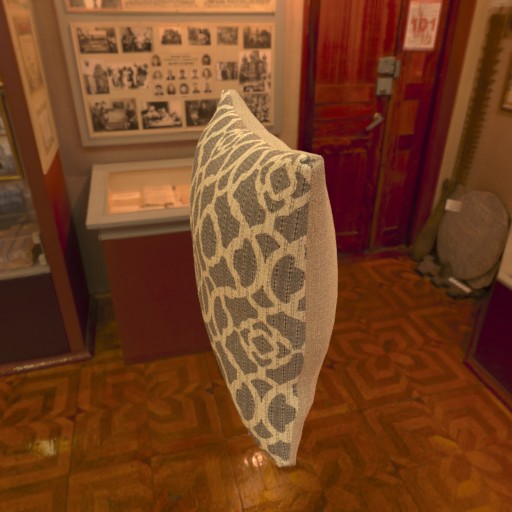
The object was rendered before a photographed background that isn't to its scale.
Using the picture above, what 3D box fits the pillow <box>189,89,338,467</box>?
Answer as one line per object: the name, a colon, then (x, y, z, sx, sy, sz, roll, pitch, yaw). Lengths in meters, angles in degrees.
pillow: (0.000, 0.000, 0.789, 0.215, 0.498, 0.508, -6, 29, -12)
